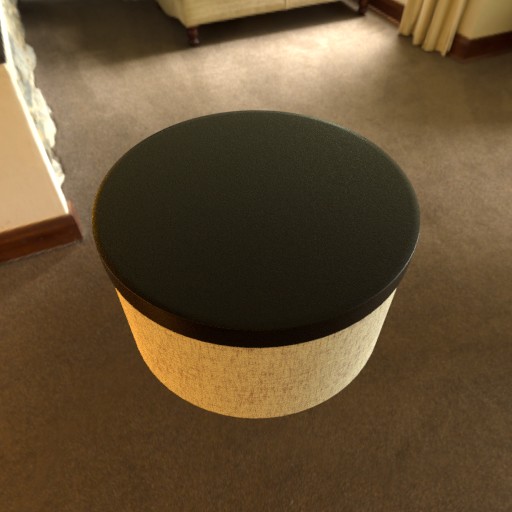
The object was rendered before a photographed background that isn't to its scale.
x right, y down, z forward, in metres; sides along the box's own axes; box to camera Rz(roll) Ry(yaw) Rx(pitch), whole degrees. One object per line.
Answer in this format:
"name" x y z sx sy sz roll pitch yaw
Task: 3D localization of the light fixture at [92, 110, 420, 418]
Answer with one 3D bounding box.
"light fixture" 0.000 0.000 0.623 0.389 0.229 0.389 0 48 0
